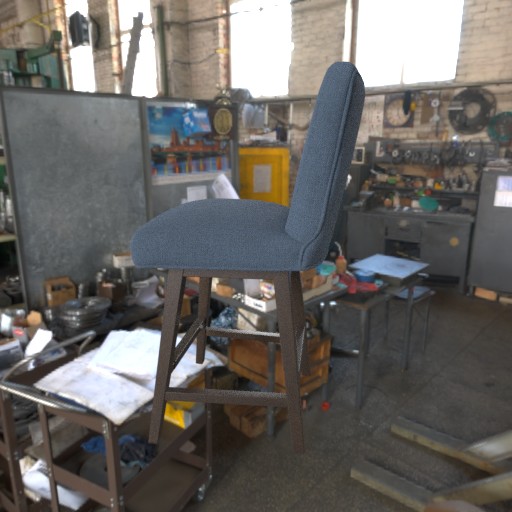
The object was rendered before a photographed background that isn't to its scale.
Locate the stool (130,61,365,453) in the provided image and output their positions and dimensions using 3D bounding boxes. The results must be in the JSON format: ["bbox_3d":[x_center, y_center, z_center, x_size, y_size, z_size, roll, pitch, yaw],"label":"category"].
[{"bbox_3d":[0.000,0.000,1.327,0.574,1.000,0.514,2,15,9],"label":"stool"}]
